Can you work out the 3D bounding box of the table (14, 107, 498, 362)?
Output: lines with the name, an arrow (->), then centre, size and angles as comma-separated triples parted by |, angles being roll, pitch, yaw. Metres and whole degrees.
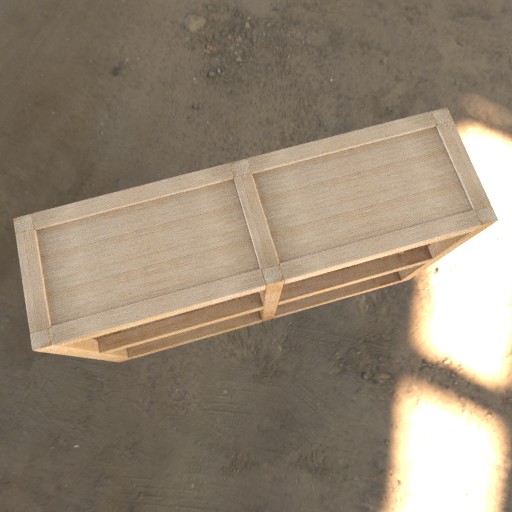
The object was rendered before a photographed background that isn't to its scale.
table -> 0.000, 0.000, 1.607 | 1.320, 0.762, 0.381 | -15, 75, -4
